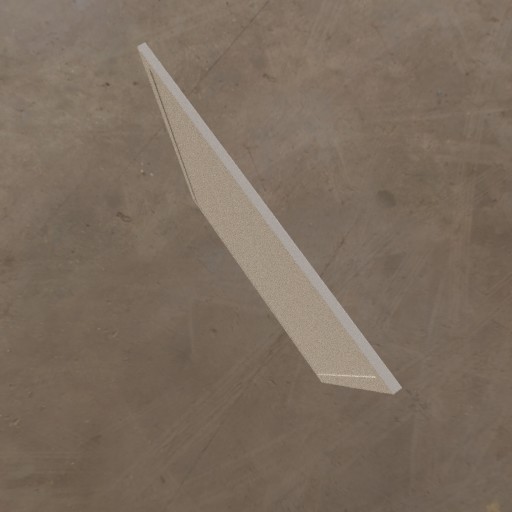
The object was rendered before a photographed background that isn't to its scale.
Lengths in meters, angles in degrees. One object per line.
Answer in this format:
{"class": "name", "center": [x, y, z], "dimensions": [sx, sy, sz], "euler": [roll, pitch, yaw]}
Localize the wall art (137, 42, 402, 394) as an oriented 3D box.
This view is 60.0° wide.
{"class": "wall art", "center": [0.000, 0.000, 0.976], "dimensions": [0.015, 0.660, 0.660], "euler": [-34, 78, -8]}
